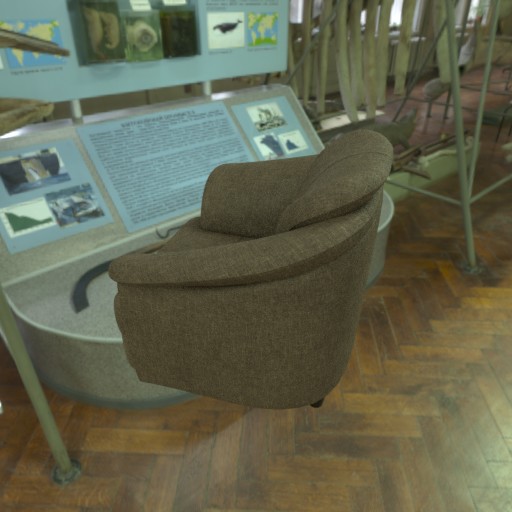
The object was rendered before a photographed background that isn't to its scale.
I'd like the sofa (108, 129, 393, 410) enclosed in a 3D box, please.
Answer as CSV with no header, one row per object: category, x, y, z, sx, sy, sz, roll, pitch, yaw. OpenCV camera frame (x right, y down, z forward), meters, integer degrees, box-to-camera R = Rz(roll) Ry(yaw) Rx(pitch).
sofa,0.000,0.000,1.532,0.794,0.811,0.870,9,33,15
